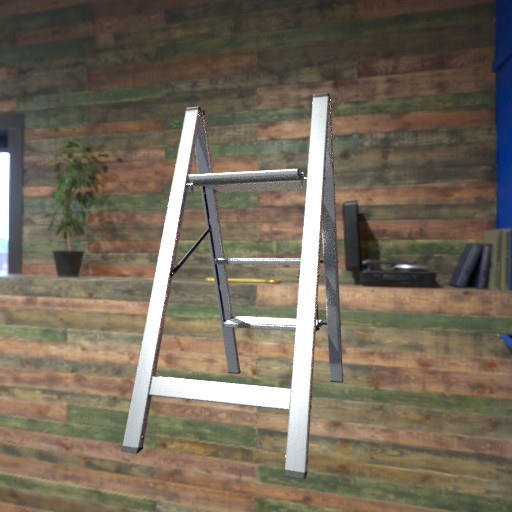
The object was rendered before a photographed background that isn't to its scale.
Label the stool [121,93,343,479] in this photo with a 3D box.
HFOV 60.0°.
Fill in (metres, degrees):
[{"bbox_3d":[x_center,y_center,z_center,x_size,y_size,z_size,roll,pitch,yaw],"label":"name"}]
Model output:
[{"bbox_3d":[0.000,0.000,1.310,0.441,0.902,0.730,0,0,17],"label":"stool"}]
